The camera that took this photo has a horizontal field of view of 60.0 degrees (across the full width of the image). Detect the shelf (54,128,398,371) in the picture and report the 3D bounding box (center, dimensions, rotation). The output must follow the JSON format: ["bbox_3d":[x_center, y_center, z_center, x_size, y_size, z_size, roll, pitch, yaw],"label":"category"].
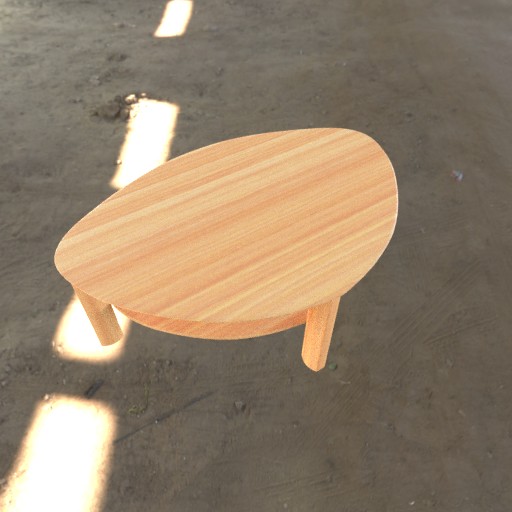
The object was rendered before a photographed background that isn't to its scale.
[{"bbox_3d":[0.000,0.000,1.625,1.246,0.440,0.845,-26,52,-22],"label":"shelf"}]
